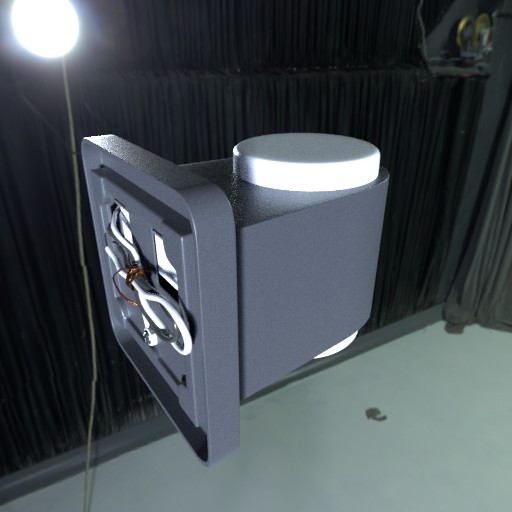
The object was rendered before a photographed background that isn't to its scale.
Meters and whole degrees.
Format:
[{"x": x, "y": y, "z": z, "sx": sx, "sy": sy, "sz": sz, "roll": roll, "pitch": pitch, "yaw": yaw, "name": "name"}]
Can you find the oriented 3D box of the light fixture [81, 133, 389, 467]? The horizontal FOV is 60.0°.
[{"x": 0.000, "y": 0.000, "z": 0.209, "sx": 0.132, "sy": 0.109, "sz": 0.109, "roll": -17, "pitch": 31, "yaw": -31, "name": "light fixture"}]
